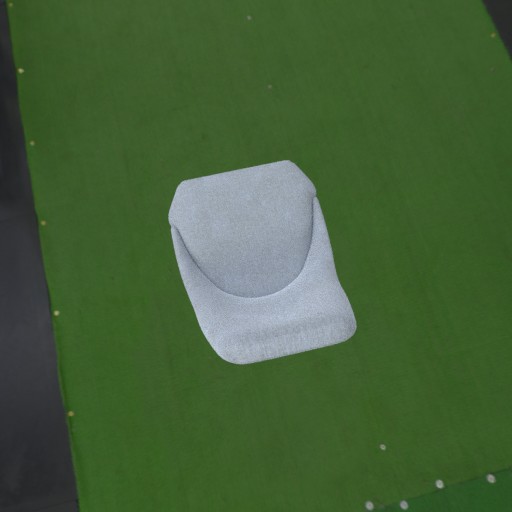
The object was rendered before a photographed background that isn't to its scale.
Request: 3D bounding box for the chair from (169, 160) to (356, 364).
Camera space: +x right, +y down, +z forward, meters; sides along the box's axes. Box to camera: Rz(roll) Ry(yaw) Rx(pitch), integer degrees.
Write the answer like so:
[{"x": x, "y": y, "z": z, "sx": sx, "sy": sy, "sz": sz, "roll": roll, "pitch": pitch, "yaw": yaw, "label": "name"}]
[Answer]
[{"x": 0.000, "y": 0.000, "z": 1.384, "sx": 0.510, "sy": 1.040, "sz": 0.660, "roll": -12, "pitch": 75, "yaw": -3, "label": "chair"}]
